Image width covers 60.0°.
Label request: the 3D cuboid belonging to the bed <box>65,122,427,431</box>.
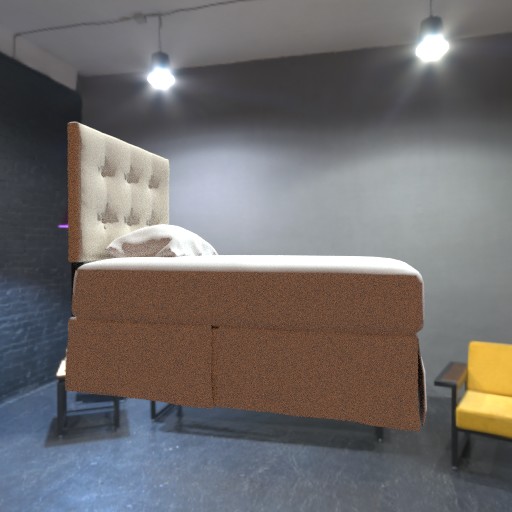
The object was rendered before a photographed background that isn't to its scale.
[{"bbox_3d":[0.000,0.000,2.849,1.997,1.571,1.261,0,1,16],"label":"bed"}]
